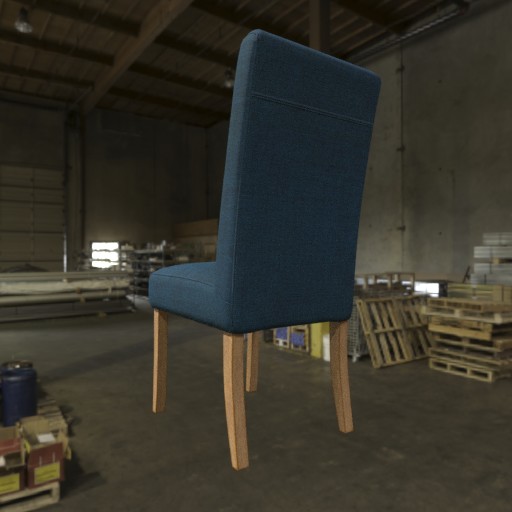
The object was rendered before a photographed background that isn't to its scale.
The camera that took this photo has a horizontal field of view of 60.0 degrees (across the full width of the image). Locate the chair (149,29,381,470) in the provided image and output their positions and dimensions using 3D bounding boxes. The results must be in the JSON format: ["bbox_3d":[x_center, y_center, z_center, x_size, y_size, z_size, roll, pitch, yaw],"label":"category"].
[{"bbox_3d":[0.000,0.000,1.346,0.450,1.029,0.610,0,0,-36],"label":"chair"}]
